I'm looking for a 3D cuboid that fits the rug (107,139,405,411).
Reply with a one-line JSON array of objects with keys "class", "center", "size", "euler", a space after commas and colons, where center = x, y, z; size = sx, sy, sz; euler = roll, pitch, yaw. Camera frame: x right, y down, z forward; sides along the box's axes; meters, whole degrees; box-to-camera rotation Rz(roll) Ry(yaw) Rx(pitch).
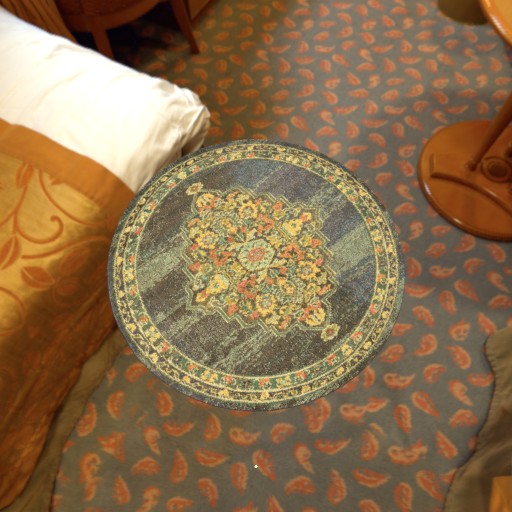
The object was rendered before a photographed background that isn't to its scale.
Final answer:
[{"class": "rug", "center": [0.000, 0.000, 3.582], "size": [2.386, 0.014, 2.386], "euler": [0, 65, 0]}]
